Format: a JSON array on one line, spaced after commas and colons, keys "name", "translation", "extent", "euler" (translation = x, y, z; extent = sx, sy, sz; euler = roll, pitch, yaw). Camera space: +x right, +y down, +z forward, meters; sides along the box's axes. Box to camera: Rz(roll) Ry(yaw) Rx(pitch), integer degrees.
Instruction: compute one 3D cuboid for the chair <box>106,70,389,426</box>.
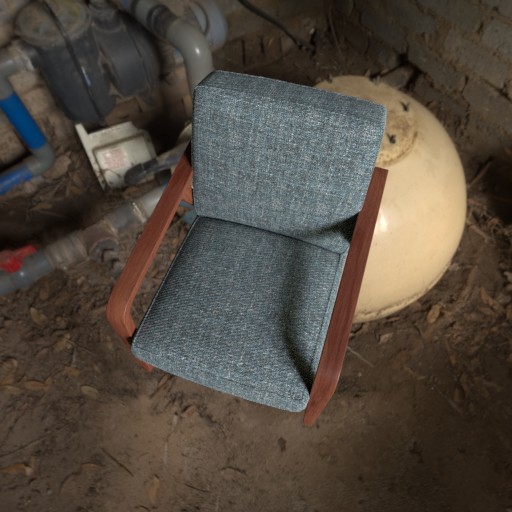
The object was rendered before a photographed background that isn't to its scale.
[{"name": "chair", "translation": [0.000, 0.000, 1.538], "extent": [0.719, 0.864, 0.889], "euler": [16, 59, 10]}]
